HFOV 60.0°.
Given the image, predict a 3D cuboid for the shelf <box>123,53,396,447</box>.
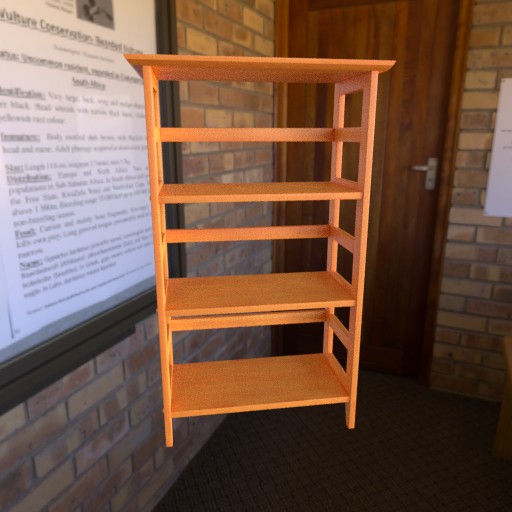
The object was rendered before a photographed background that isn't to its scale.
[{"bbox_3d":[0.000,0.000,1.345,0.660,1.067,0.305,-2,15,-8],"label":"shelf"}]
